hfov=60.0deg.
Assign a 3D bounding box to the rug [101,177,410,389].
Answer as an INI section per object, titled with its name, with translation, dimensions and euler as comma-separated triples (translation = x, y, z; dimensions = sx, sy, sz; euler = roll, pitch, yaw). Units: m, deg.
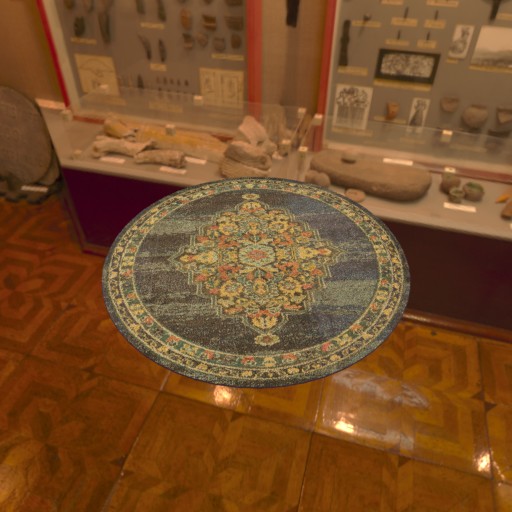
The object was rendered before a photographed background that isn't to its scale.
[rug]
translation = 0.000, 0.000, 2.359
dimensions = 1.591, 0.010, 1.591
euler = 0, 41, 0
